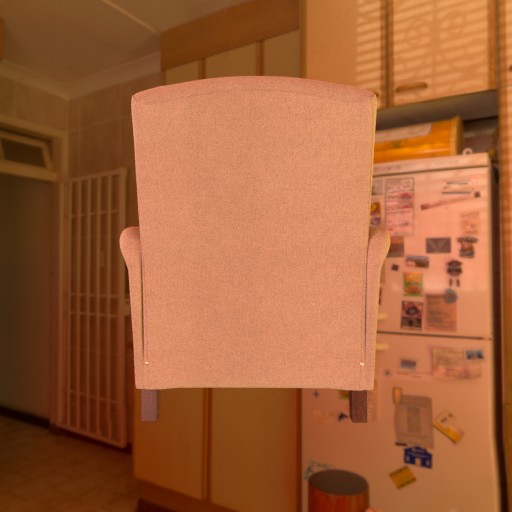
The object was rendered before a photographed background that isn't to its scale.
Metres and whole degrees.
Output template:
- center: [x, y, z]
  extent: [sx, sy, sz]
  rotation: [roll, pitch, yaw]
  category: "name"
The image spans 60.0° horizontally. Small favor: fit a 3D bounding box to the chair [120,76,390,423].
- center: [0.000, 0.000, 1.737]
  extent: [0.978, 1.061, 0.905]
  rotation: [0, -2, 1]
  category: "chair"
